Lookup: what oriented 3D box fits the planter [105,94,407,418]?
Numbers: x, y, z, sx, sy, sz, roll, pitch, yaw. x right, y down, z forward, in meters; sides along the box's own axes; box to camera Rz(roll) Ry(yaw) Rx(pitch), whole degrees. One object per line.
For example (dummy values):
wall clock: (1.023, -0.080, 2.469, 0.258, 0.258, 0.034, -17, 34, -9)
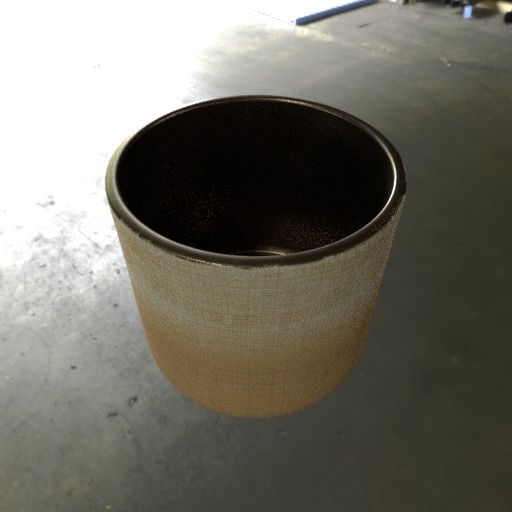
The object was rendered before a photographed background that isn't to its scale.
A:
planter: (0.000, 0.000, 0.395, 0.221, 0.201, 0.221, 0, 45, 0)
